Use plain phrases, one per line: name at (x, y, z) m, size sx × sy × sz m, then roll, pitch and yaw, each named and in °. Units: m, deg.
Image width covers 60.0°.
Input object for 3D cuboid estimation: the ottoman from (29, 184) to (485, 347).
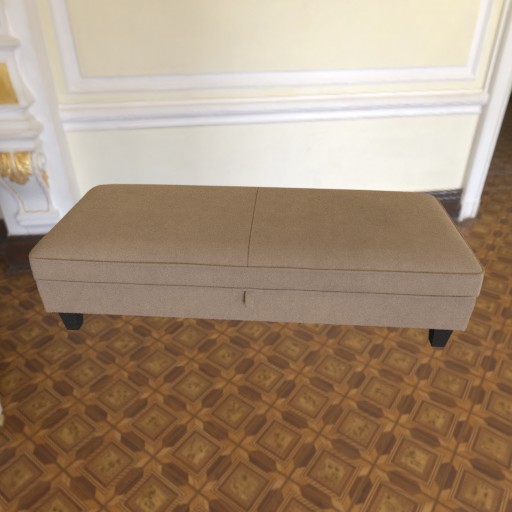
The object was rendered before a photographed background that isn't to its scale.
ottoman at (0.000, 0.000, 1.995) m, size 1.726 × 0.460 × 0.735 m, roll 2°, pitch 32°, yaw 3°
